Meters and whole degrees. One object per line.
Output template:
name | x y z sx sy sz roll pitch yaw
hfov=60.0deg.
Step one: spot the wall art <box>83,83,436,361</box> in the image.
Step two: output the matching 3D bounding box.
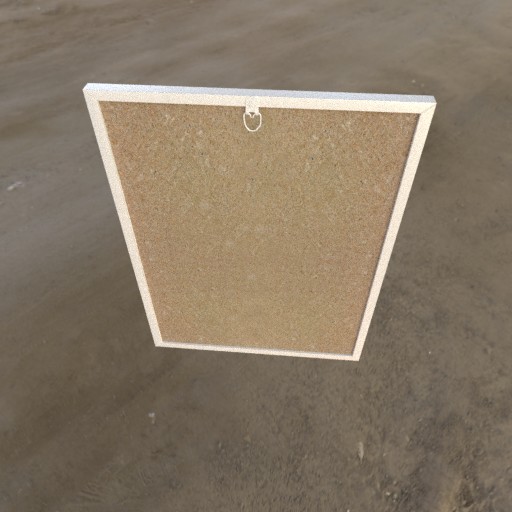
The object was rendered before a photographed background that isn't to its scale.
wall art | 0.000 0.000 1.388 0.805 1.056 0.042 3 45 3
